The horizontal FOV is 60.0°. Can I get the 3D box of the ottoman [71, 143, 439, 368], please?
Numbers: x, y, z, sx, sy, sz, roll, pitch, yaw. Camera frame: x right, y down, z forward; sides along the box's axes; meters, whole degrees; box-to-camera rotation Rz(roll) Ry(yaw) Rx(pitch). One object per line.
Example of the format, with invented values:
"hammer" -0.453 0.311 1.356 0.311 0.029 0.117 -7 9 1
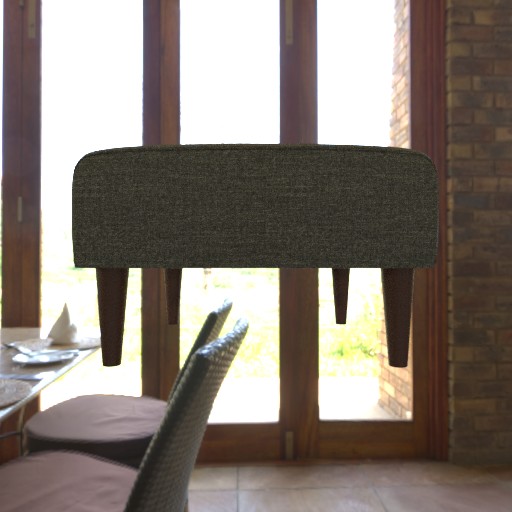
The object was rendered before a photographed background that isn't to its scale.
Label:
"ottoman" 0.000 0.000 1.063 0.648 0.399 0.655 0 -1 1
